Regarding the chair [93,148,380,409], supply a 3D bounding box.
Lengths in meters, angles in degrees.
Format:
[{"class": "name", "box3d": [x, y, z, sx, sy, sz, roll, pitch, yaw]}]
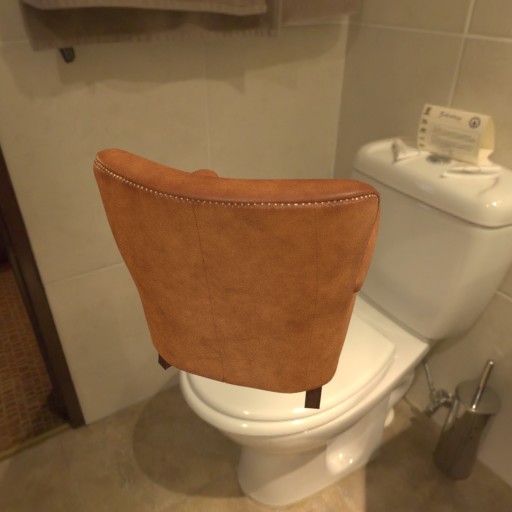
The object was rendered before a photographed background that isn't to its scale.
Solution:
[{"class": "chair", "box3d": [0.000, 0.000, 1.681, 0.861, 0.936, 0.921, 11, 34, 17]}]
